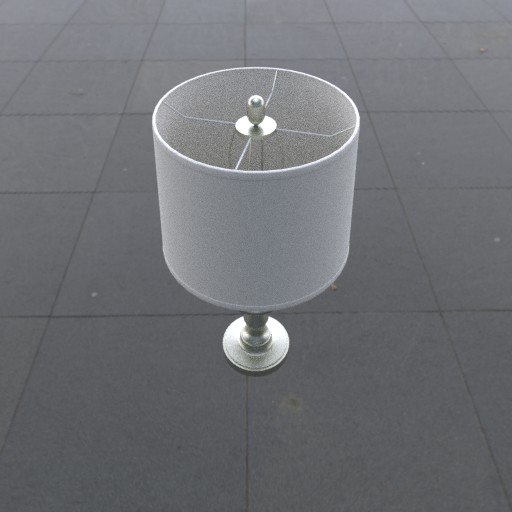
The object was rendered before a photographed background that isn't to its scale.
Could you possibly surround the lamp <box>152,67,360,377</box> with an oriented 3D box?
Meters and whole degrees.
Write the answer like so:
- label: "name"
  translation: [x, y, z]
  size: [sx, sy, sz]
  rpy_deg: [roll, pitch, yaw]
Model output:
- label: "lamp"
  translation: [0.000, 0.000, 0.964]
  size: [0.383, 0.733, 0.383]
  rpy_deg: [0, 47, 0]
